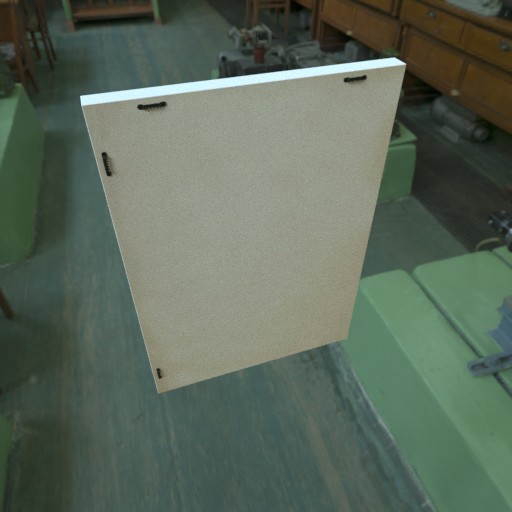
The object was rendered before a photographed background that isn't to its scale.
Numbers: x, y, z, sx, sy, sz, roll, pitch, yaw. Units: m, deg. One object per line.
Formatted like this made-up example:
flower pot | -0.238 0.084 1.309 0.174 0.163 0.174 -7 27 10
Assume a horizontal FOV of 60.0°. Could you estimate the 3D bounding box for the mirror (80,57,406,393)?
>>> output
mirror | 0.000 0.000 0.903 0.507 0.710 0.040 -13 43 -14
